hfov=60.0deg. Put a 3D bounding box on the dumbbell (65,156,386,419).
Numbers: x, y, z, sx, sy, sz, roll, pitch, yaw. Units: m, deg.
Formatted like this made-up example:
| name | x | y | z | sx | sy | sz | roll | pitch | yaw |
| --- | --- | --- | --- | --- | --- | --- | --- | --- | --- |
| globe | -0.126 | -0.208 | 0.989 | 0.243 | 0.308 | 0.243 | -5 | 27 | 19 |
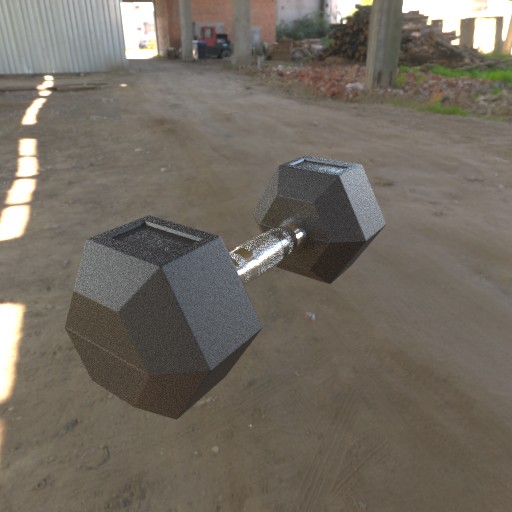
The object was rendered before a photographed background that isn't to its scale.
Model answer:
| name | x | y | z | sx | sy | sz | roll | pitch | yaw |
| --- | --- | --- | --- | --- | --- | --- | --- | --- | --- |
| dumbbell | 0.000 | 0.000 | 0.380 | 0.129 | 0.113 | 0.315 | 17 | 31 | 31 |
